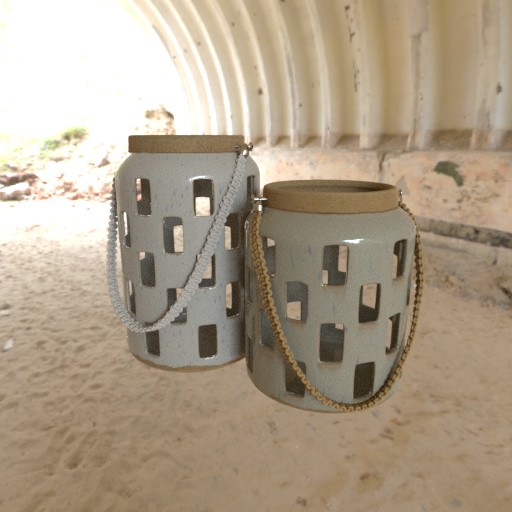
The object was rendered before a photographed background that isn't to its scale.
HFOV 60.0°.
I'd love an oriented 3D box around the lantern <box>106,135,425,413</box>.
[{"bbox_3d":[0.000,0.000,0.484,0.347,0.255,0.184,7,16,26],"label":"lantern"}]
